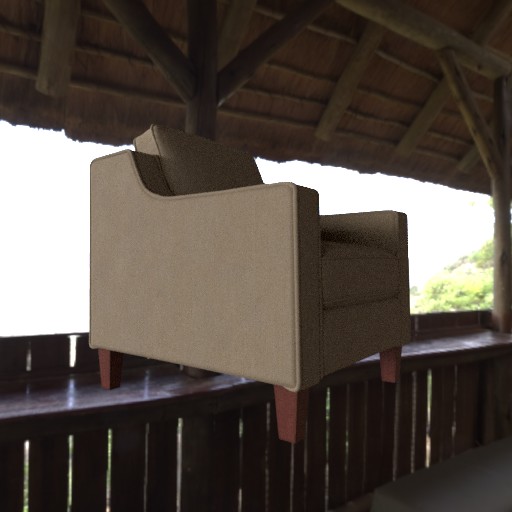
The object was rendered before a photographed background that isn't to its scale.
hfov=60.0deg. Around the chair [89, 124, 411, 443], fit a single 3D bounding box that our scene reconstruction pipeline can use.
[{"bbox_3d":[0.000,0.000,1.664,0.909,0.960,0.831,-1,-1,37],"label":"chair"}]
